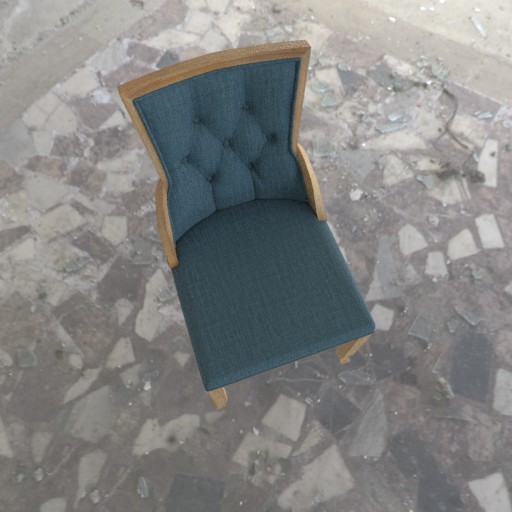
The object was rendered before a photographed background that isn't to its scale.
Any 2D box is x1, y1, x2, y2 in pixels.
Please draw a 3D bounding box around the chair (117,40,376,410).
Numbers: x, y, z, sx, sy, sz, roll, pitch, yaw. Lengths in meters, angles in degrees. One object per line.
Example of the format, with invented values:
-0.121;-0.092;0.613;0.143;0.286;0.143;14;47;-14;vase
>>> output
0.000;0.000;1.329;0.524;0.947;0.641;-18;66;-8;chair
